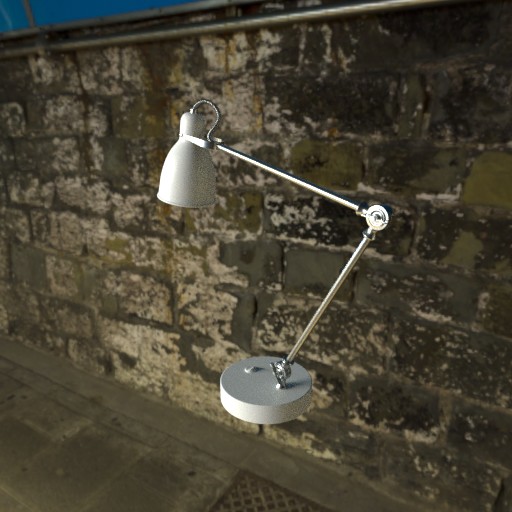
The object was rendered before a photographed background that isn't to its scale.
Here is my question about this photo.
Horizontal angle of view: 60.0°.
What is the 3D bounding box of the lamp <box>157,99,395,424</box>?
[{"bbox_3d":[0.000,0.000,0.854,0.187,0.587,0.561,-15,22,-42],"label":"lamp"}]
